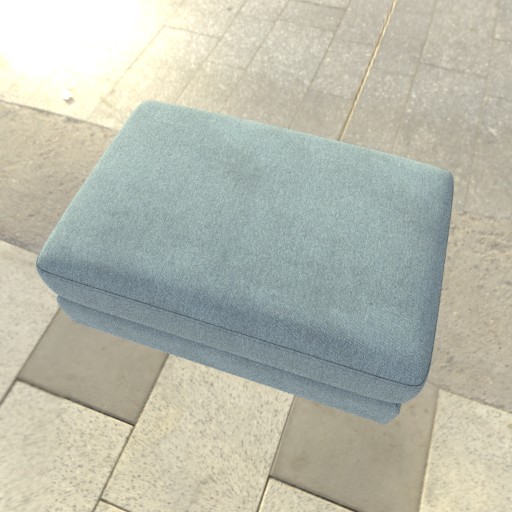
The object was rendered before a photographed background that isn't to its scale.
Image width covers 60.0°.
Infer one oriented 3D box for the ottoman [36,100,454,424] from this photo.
[{"bbox_3d":[0.000,0.000,1.166,0.864,0.483,0.584,16,61,9],"label":"ottoman"}]
